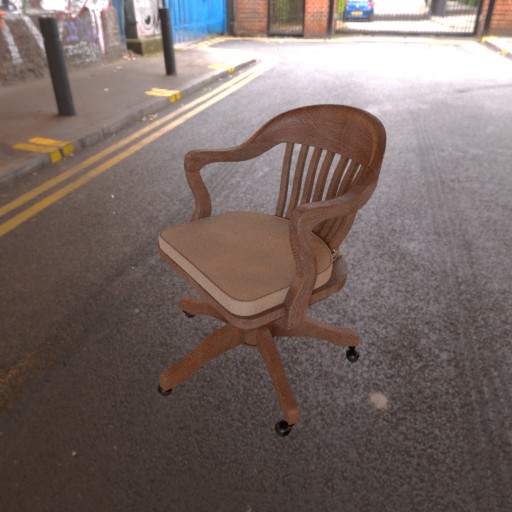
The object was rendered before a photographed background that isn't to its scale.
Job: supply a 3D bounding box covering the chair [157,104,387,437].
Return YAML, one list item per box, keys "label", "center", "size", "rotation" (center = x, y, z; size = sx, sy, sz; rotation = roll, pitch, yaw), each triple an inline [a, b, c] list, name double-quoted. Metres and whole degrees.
- label: "chair"
  center: [0.000, 0.000, 1.486]
  size: [0.788, 0.878, 0.750]
  rotation: [-20, 36, -30]
